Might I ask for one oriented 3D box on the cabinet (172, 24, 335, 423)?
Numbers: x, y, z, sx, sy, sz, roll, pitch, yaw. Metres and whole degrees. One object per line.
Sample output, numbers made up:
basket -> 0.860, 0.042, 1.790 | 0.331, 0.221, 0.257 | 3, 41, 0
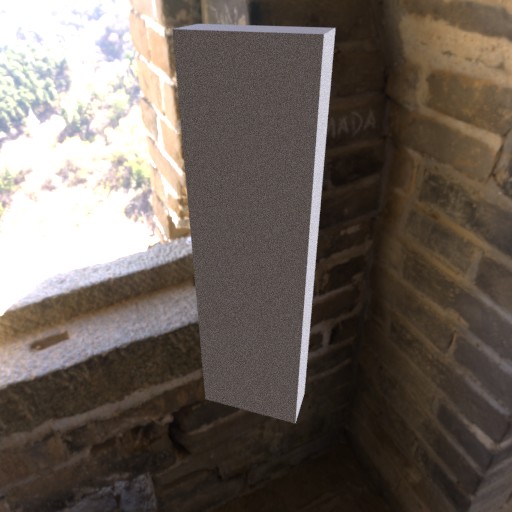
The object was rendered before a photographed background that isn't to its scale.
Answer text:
cabinet -> 0.000, 0.000, 1.951 | 0.500, 1.790, 0.230 | 10, 33, 15
